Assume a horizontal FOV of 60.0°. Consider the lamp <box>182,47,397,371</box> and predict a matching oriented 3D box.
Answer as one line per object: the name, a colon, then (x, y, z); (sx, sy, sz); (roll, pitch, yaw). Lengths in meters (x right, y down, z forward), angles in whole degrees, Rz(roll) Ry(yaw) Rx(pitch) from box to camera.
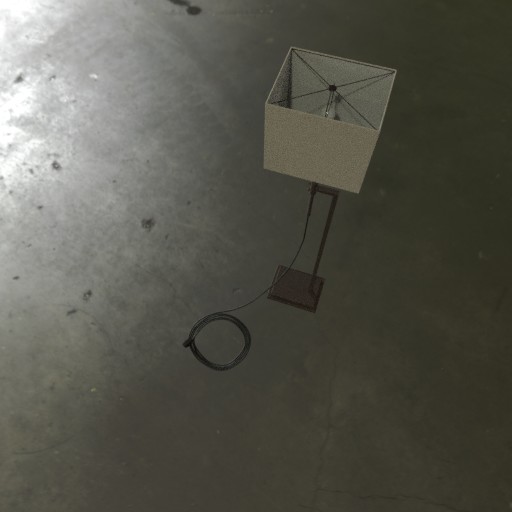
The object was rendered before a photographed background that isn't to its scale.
lamp: (0.000, 0.000, 2.014); (0.698, 1.600, 0.774); (17, 63, 9)
